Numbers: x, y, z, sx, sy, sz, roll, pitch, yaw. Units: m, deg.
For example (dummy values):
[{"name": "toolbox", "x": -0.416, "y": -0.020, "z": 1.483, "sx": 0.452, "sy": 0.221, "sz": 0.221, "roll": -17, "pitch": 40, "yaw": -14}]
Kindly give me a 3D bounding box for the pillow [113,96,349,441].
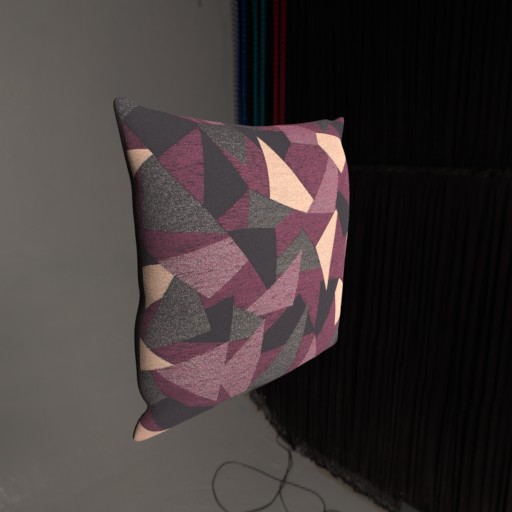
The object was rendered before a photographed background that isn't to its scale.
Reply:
[{"name": "pillow", "x": 0.000, "y": 0.000, "z": 0.772, "sx": 0.503, "sy": 0.496, "sz": 0.208, "roll": -13, "pitch": 20, "yaw": -42}]
